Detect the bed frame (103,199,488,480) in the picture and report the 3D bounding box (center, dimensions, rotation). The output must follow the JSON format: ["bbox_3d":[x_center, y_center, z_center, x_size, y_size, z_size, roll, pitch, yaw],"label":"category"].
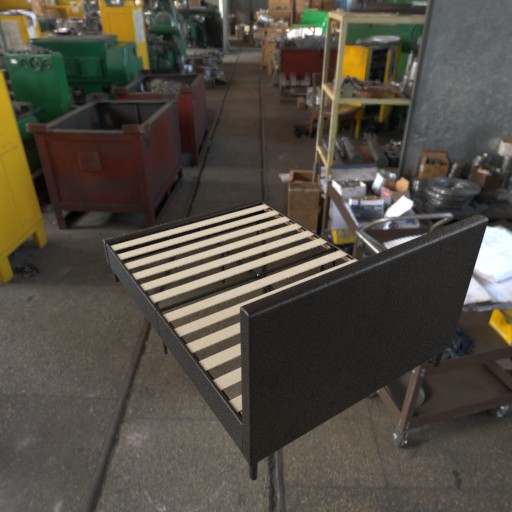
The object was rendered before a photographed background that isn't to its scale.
[{"bbox_3d":[0.000,0.000,2.972,1.469,1.046,2.152,-18,35,-28],"label":"bed frame"}]
